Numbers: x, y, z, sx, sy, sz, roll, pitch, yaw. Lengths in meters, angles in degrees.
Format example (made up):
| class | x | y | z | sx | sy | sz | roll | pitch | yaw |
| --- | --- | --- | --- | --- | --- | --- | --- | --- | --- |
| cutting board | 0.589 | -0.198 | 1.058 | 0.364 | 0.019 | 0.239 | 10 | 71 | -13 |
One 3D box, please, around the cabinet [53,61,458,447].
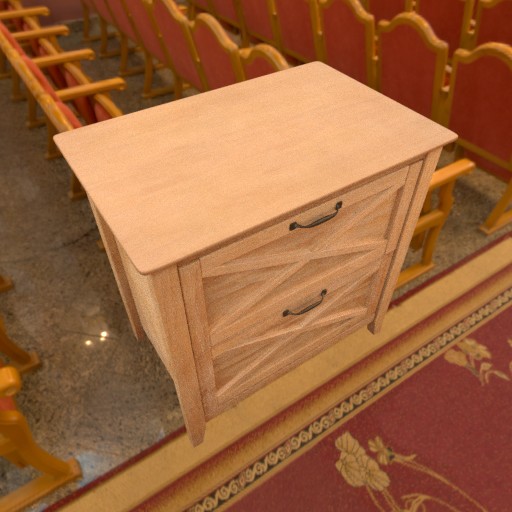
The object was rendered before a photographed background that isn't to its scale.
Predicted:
| class | x | y | z | sx | sy | sz | roll | pitch | yaw |
| --- | --- | --- | --- | --- | --- | --- | --- | --- | --- |
| cabinet | 0.000 | 0.000 | 1.258 | 0.763 | 0.762 | 0.503 | -25 | 50 | -23 |
